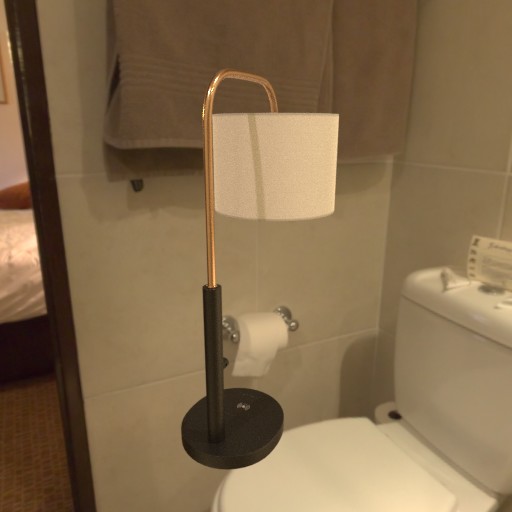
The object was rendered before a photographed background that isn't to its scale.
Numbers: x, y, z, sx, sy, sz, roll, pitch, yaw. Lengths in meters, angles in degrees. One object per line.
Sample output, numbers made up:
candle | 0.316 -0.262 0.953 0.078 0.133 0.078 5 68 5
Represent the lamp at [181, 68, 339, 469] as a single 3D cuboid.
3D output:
lamp | 0.000 0.000 0.706 0.199 0.540 0.337 8 18 25
